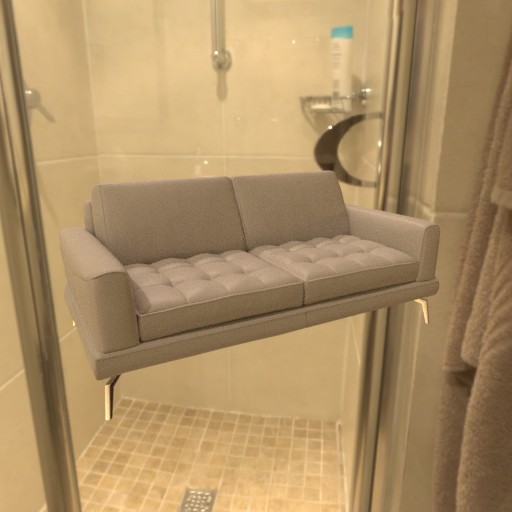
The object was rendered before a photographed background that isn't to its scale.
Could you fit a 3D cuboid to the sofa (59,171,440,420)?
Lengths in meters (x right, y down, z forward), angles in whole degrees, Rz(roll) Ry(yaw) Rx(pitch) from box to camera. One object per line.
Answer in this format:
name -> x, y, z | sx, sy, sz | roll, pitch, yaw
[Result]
sofa -> 0.000, 0.000, 2.757 | 2.177, 0.930, 1.121 | -9, 18, -27
